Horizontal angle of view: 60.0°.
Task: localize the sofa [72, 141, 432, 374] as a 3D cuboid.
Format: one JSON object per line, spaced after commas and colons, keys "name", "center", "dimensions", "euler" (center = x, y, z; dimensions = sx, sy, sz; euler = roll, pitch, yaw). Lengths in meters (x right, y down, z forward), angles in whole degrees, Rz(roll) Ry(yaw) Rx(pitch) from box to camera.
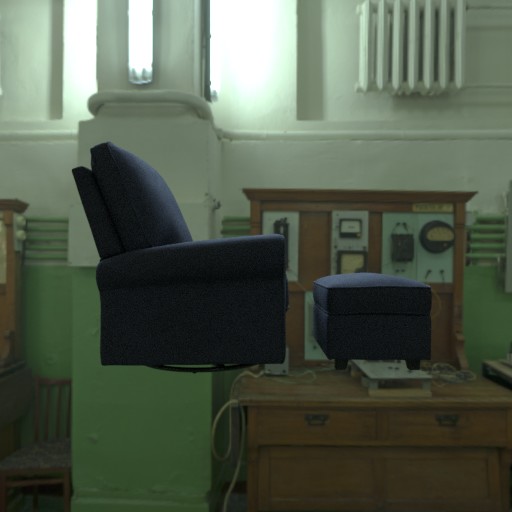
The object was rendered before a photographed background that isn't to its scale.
{"name": "sofa", "center": [0.000, 0.000, 2.101], "dimensions": [1.478, 0.959, 0.880], "euler": [0, -1, 1]}
